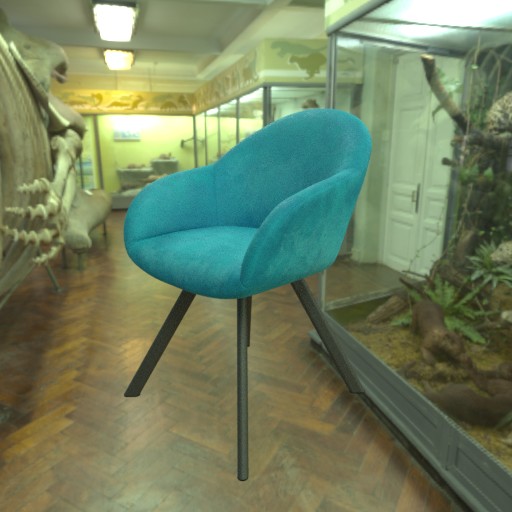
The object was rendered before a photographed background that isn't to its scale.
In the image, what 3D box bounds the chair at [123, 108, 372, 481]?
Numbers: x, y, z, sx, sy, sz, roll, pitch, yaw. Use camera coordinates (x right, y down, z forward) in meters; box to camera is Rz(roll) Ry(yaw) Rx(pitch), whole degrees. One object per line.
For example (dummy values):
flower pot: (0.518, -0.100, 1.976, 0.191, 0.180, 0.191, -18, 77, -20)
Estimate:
chair: (0.000, 0.000, 1.209, 0.550, 0.795, 0.590, 13, 19, 42)
